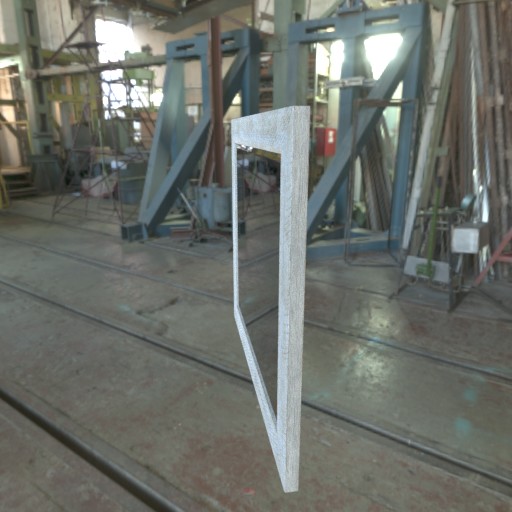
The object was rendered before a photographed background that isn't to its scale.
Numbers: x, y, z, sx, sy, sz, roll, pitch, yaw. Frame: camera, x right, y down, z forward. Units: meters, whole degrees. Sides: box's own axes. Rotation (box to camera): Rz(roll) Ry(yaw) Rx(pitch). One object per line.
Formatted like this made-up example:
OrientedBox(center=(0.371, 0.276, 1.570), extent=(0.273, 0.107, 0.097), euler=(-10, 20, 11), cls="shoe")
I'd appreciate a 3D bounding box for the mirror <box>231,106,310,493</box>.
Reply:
OrientedBox(center=(0.000, 0.000, 1.136), extent=(0.028, 0.689, 0.839), euler=(-3, 16, -9), cls="mirror")
